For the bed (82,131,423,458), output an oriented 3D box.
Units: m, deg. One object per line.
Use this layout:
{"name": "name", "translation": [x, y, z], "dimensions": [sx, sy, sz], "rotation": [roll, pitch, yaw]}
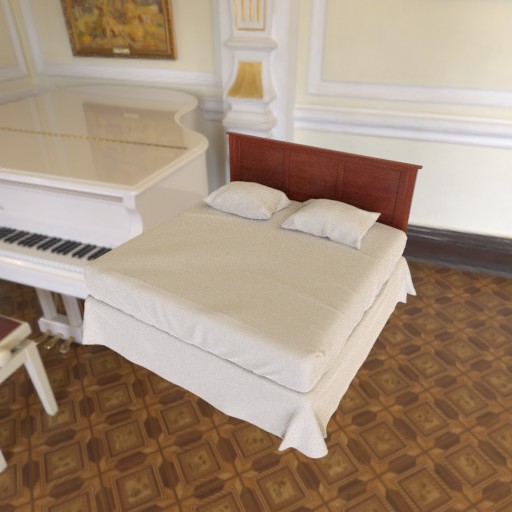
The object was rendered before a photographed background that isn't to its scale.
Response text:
{"name": "bed", "translation": [0.000, 0.000, 3.702], "dimensions": [2.314, 1.271, 2.219], "rotation": [18, 35, 27]}
